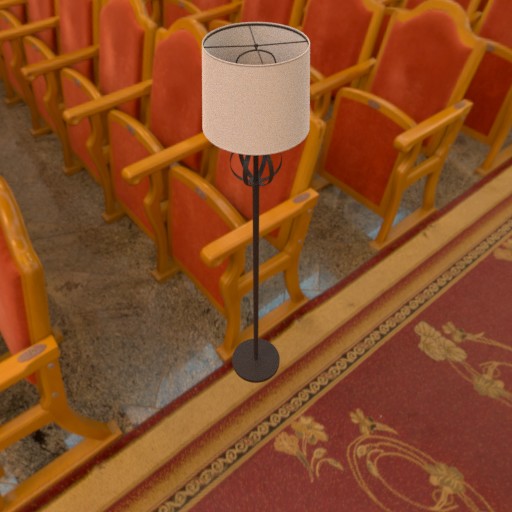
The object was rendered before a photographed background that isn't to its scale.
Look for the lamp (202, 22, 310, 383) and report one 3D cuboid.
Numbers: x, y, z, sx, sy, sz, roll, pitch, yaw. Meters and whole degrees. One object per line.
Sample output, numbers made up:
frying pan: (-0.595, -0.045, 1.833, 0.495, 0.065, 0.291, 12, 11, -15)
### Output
lamp: (0.000, 0.000, 1.567, 0.286, 1.462, 0.286, -30, 54, -25)
